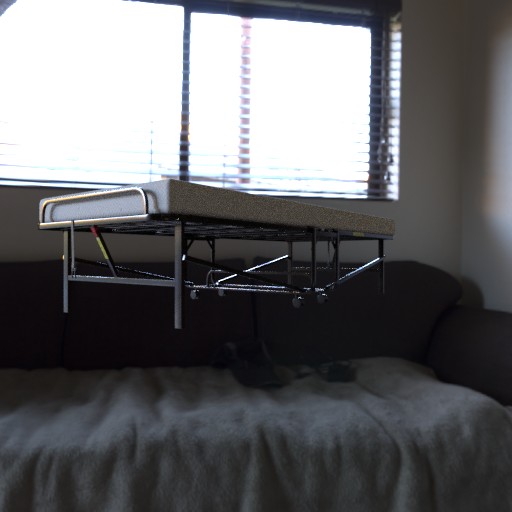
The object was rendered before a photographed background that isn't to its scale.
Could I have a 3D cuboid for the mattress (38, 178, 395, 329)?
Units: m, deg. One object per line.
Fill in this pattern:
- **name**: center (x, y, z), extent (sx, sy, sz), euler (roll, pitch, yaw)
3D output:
- **mattress**: center (0.000, 0.000, 2.559), extent (0.922, 0.519, 2.153), euler (0, 0, 37)
